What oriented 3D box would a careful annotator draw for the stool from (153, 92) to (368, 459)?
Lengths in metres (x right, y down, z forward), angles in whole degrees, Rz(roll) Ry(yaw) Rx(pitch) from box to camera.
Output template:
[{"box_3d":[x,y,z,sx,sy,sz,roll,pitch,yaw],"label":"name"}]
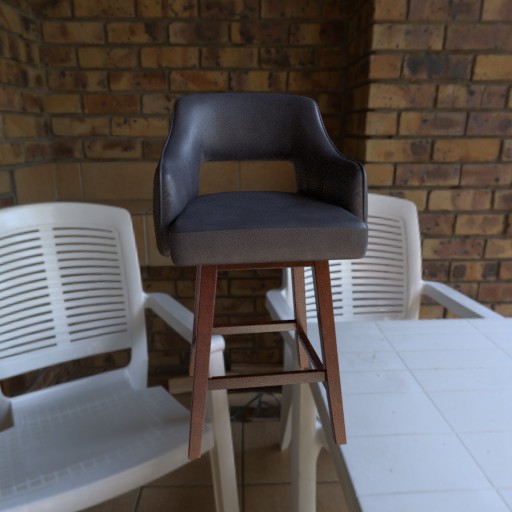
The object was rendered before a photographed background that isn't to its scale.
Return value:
[{"box_3d":[0.000,0.000,1.287,0.550,0.936,0.560,-2,16,-8],"label":"stool"}]
